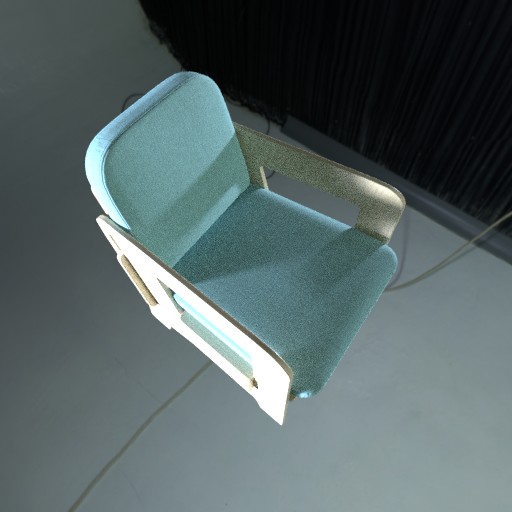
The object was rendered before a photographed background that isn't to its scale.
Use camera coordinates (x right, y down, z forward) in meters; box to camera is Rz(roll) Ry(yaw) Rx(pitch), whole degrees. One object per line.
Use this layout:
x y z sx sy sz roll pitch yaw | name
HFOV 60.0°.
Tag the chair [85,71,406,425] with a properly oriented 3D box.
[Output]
0.000 0.000 1.294 0.710 0.800 0.590 31 63 18 | chair
